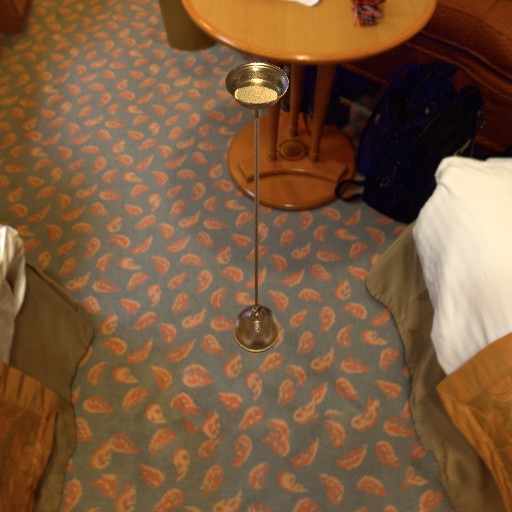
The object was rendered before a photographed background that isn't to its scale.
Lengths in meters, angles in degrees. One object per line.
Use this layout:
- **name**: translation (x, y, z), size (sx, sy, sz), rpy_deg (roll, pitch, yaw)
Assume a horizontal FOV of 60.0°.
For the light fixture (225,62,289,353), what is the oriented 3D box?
- **light fixture**: translation (0.000, 0.000, 1.491), size (0.211, 1.367, 0.217), rpy_deg (32, 64, 18)
